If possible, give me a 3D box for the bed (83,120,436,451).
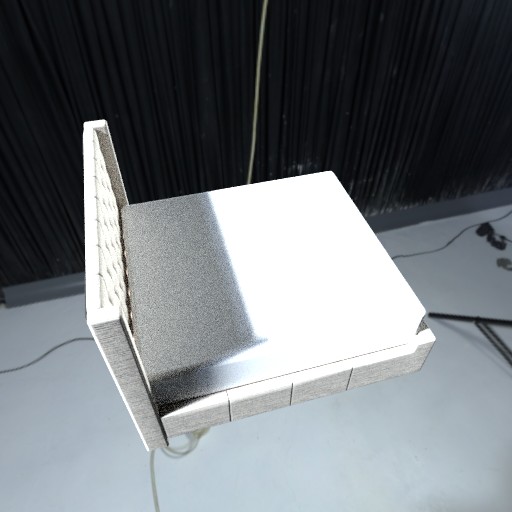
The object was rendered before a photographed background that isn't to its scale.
[{"bbox_3d":[0.000,0.000,3.735,2.370,1.743,2.045,-11,47,-11],"label":"bed"}]
